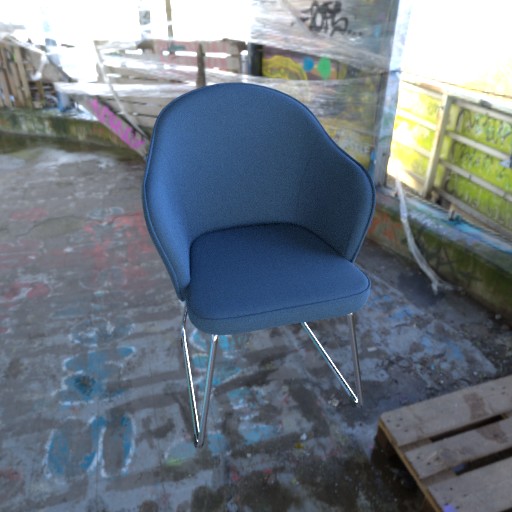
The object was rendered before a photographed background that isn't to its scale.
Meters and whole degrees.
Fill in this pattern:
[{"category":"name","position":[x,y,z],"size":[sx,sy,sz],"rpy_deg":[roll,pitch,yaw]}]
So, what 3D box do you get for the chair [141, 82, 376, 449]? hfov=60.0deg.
[{"category":"chair","position":[0.000,0.000,1.233],"size":[0.570,0.815,0.585],"rpy_deg":[-9,33,-14]}]
